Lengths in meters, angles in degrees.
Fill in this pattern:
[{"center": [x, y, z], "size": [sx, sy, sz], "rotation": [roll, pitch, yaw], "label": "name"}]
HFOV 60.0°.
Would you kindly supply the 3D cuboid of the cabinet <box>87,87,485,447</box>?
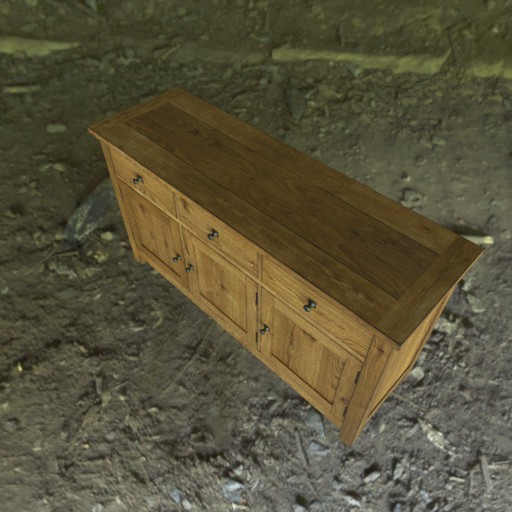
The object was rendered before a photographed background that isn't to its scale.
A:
[{"center": [0.000, 0.000, 1.876], "size": [1.474, 0.813, 0.480], "rotation": [36, 57, 28], "label": "cabinet"}]
